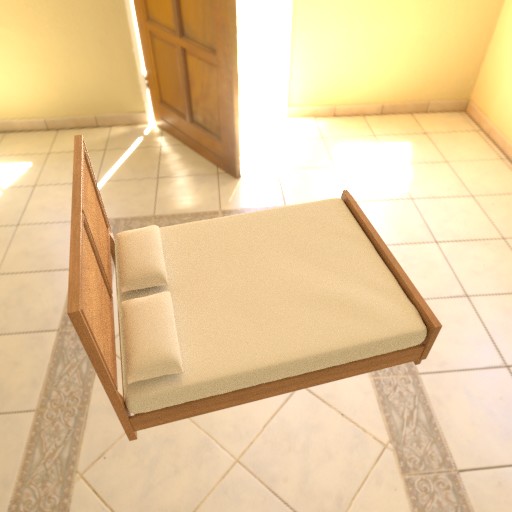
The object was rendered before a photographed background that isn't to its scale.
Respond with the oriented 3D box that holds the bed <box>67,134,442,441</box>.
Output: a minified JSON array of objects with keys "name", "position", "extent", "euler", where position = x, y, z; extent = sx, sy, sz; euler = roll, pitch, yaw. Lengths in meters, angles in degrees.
[{"name":"bed","position":[0.000,0.000,3.225],"extent":[2.184,1.387,1.606],"euler":[-11,46,-11]}]
